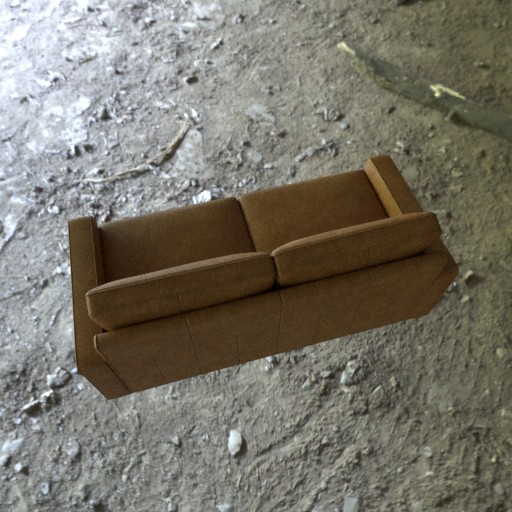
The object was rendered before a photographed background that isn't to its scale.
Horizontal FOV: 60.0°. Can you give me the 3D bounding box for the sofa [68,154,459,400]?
[{"bbox_3d":[0.000,0.000,2.690,2.156,0.928,0.991,-13,58,-8],"label":"sofa"}]
